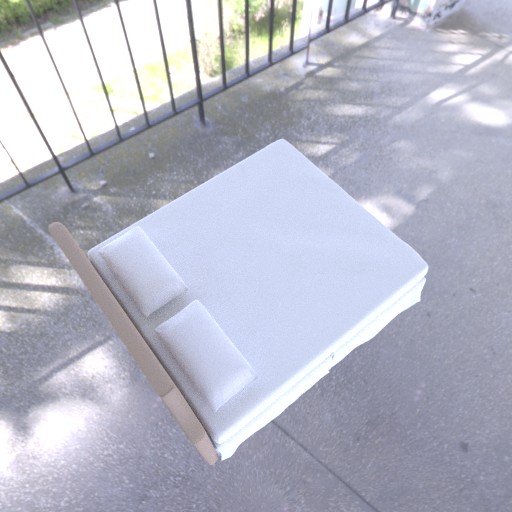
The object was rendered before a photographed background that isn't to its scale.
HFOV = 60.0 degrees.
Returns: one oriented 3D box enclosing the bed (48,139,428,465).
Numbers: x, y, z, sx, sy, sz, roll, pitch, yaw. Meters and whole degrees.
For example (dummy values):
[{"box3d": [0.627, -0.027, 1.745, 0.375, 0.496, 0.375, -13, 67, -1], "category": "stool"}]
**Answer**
[{"box3d": [0.000, 0.000, 4.160, 2.773, 1.590, 2.350, -34, 65, -19], "category": "bed"}]
